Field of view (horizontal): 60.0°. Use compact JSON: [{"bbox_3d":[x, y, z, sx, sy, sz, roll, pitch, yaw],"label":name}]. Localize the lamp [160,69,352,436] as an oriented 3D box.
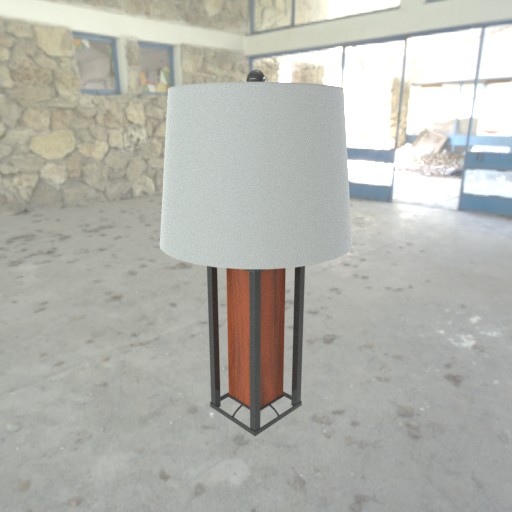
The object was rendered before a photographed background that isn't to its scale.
[{"bbox_3d":[0.000,0.000,0.757,0.320,0.591,0.320,0,16,0],"label":"lamp"}]
